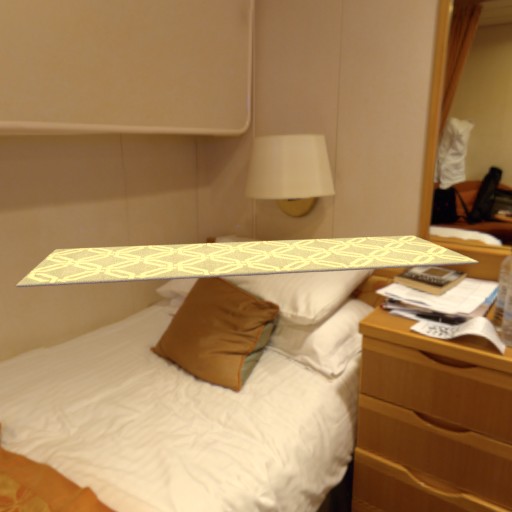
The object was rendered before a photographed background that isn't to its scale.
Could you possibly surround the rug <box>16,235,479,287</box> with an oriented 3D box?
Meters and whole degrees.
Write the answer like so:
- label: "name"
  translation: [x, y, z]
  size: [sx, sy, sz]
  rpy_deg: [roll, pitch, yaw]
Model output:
- label: "rug"
  translation: [0.000, 0.000, 2.471]
  size: [2.276, 0.014, 0.678]
  rpy_deg: [-3, 15, -10]
